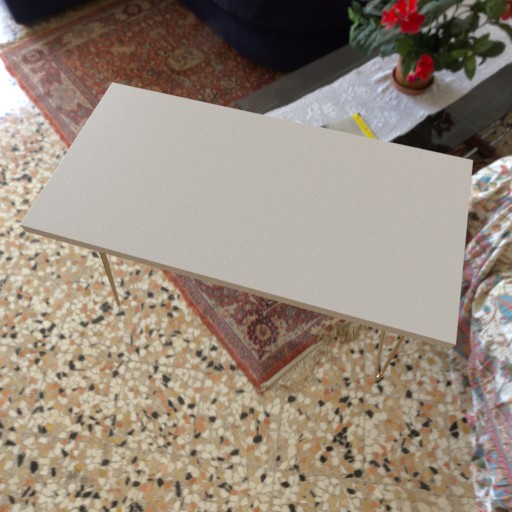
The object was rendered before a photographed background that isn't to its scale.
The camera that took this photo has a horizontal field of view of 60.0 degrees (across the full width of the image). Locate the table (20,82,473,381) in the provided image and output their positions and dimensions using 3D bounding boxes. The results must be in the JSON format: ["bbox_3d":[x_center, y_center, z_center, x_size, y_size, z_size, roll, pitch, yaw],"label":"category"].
[{"bbox_3d":[0.000,0.000,1.360,0.991,0.660,0.498,15,63,8],"label":"table"}]
